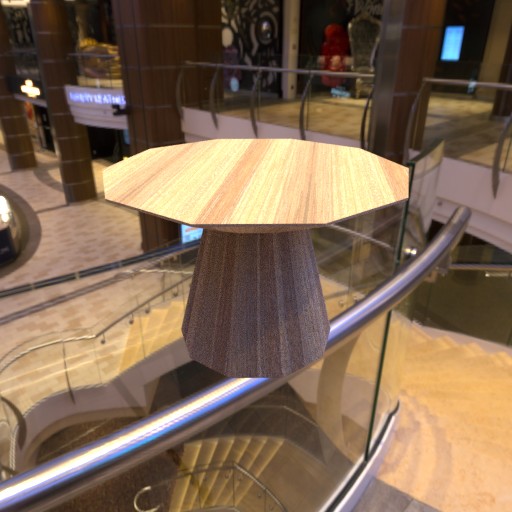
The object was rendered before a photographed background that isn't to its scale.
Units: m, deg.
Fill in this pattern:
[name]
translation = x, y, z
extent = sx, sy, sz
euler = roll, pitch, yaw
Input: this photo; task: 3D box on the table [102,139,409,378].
[table]
translation = 0.000, 0.000, 1.883
extent = 1.186, 0.752, 1.186
euler = 0, 26, 0
